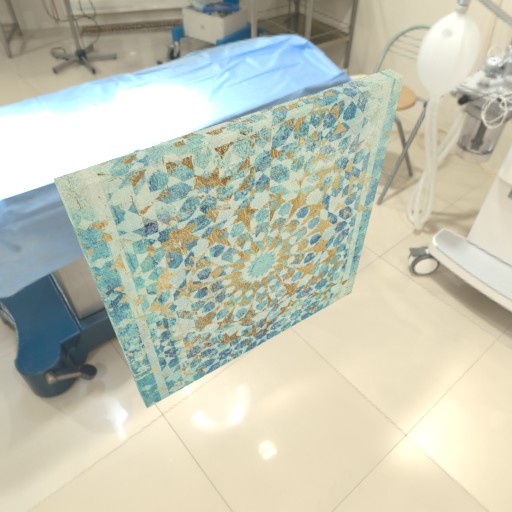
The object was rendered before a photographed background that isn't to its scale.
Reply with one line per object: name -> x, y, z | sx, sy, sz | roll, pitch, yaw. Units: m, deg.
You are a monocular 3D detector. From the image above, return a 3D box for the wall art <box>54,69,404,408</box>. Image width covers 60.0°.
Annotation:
wall art -> 0.000, 0.000, 0.903 | 0.609, 0.609, 0.040 | -25, 51, -22
